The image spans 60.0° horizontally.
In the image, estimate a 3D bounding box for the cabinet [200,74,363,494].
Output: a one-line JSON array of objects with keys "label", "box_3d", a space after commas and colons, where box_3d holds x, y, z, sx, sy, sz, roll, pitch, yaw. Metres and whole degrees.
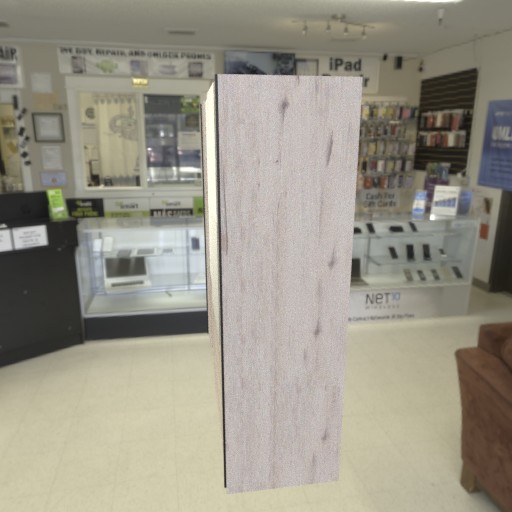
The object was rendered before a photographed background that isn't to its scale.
[{"label": "cabinet", "box_3d": [0.000, 0.000, 3.177, 0.660, 2.180, 2.000, -2, 16, -8]}]
